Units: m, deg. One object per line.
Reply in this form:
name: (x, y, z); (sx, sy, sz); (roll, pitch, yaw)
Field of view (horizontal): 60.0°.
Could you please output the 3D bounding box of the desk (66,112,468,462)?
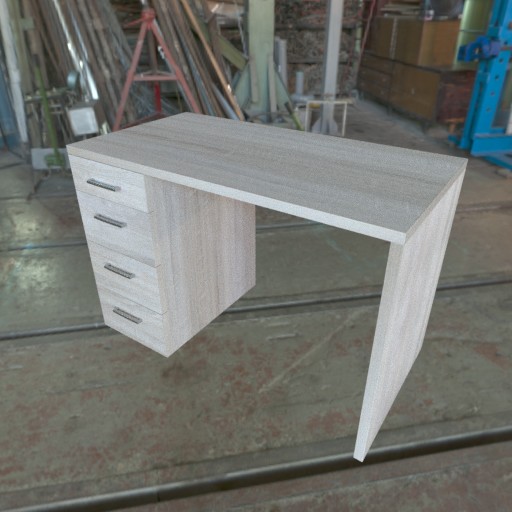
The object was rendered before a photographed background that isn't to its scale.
desk: (0.000, 0.000, 1.538); (1.100, 0.731, 0.600); (19, 35, 29)
